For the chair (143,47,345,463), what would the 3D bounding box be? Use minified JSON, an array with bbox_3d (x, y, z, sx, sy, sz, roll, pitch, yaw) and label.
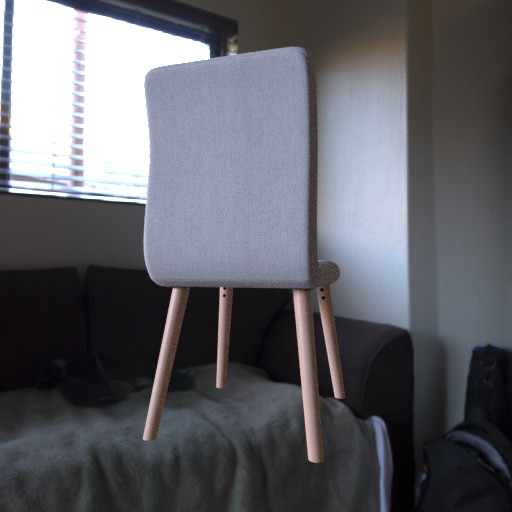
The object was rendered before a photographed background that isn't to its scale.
[{"bbox_3d":[0.000,0.000,1.228,0.435,0.885,0.550,0,-1,17],"label":"chair"}]
